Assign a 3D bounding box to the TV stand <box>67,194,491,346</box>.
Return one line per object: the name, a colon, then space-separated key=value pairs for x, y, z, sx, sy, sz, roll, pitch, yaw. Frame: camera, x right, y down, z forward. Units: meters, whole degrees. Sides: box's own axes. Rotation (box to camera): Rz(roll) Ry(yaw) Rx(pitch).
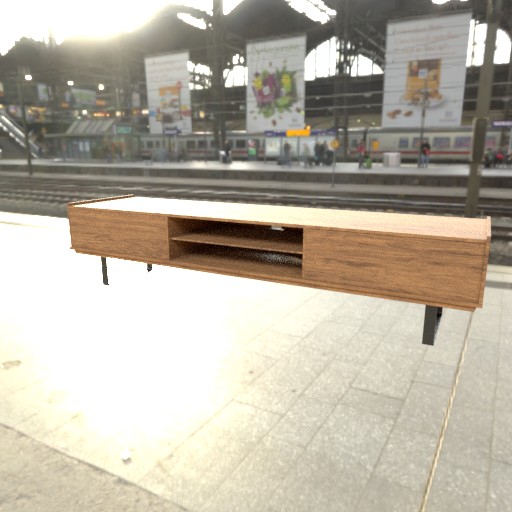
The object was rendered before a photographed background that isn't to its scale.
TV stand: x=0.000 y=0.000 z=1.955 sx=1.796 sy=0.415 sz=0.467 roll=7 pitch=15 yaw=26
